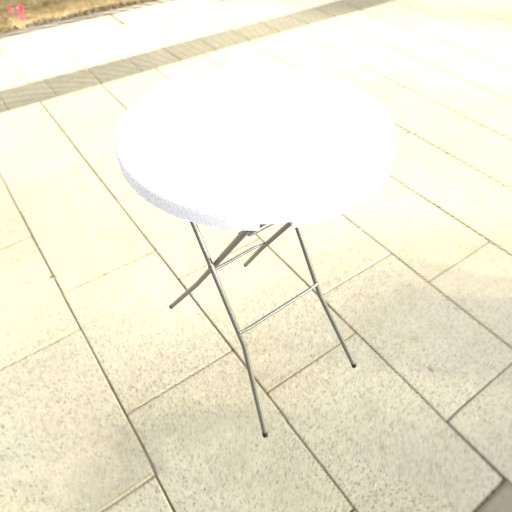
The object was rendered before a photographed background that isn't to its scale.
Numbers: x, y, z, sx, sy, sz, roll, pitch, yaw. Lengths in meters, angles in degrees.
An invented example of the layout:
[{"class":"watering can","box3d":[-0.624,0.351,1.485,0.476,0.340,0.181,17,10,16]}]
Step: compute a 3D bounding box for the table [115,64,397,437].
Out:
[{"class":"table","box3d":[0.000,0.000,1.668,0.792,1.105,0.795,-29,53,-25]}]
